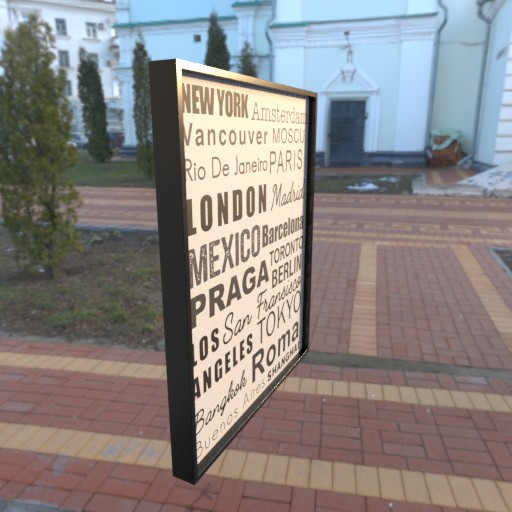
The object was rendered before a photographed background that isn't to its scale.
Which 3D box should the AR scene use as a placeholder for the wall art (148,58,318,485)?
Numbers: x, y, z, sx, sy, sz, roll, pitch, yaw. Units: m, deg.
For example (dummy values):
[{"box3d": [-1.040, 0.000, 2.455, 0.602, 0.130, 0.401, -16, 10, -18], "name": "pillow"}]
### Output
[{"box3d": [0.000, 0.000, 0.746, 0.038, 0.551, 0.448, 8, 17, 26], "name": "wall art"}]
